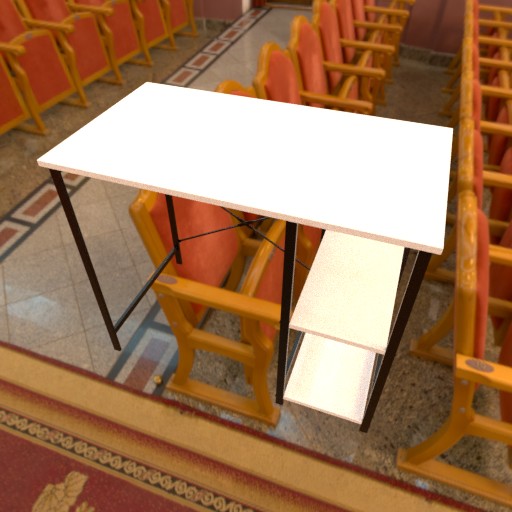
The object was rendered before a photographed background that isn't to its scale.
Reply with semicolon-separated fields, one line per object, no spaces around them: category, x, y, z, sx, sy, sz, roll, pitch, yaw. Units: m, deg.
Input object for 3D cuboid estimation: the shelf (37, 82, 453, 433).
shelf;0.000;0.000;1.340;0.902;0.750;0.498;14;44;15
